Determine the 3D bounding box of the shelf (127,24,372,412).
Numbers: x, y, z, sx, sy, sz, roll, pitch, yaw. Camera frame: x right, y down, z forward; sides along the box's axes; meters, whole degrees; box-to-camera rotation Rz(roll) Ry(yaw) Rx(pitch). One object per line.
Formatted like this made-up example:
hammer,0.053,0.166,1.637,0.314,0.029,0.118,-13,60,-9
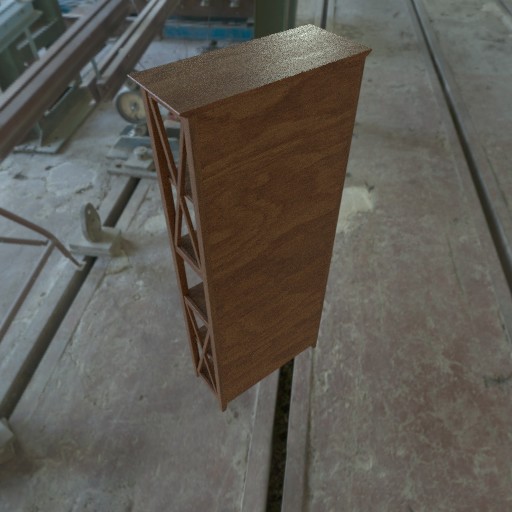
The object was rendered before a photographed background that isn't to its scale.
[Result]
shelf,0.000,0.000,2.202,0.805,1.905,0.335,-28,52,-25
